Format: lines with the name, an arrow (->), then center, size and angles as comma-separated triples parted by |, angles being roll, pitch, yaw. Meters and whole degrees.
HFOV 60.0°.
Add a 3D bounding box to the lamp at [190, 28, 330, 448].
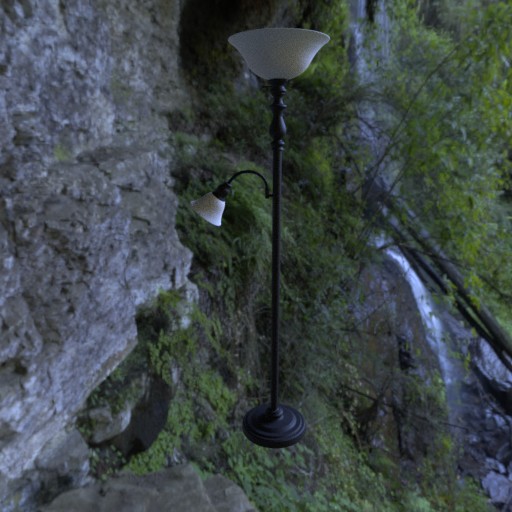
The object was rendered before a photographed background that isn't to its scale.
lamp -> 0.000, 0.000, 2.015 | 0.588, 1.793, 0.405 | 2, 15, 7
